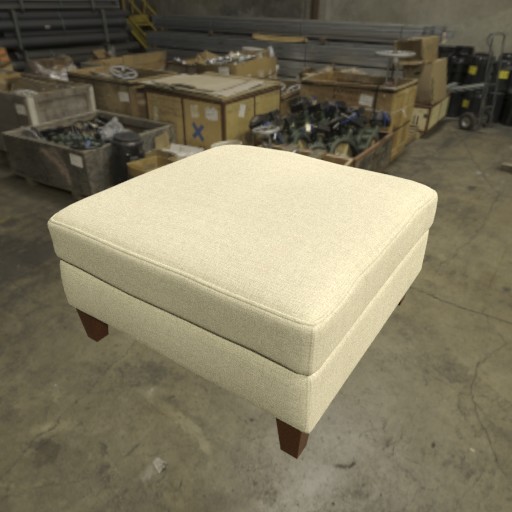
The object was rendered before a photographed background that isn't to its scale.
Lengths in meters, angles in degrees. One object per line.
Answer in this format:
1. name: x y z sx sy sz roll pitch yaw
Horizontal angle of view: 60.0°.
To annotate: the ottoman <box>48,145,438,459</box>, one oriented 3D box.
1. ottoman: 0.000 0.000 1.371 0.838 0.478 0.838 19 36 29
